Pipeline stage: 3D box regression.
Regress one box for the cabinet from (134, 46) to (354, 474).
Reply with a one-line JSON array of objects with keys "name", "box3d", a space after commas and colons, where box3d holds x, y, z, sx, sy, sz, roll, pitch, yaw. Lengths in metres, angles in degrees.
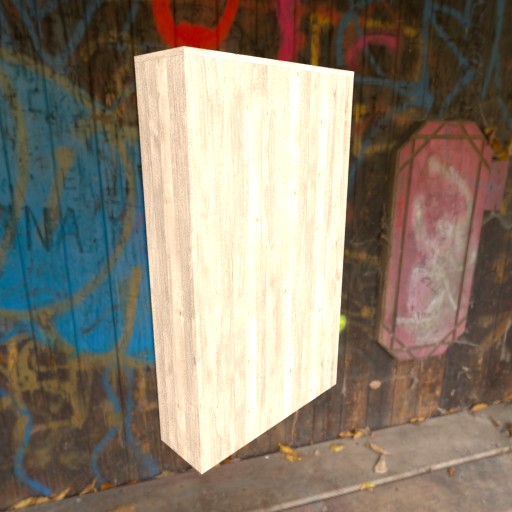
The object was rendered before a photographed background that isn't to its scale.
[{"name": "cabinet", "box3d": [0.000, 0.000, 1.607, 0.750, 1.280, 0.250, -16, 22, -43]}]
